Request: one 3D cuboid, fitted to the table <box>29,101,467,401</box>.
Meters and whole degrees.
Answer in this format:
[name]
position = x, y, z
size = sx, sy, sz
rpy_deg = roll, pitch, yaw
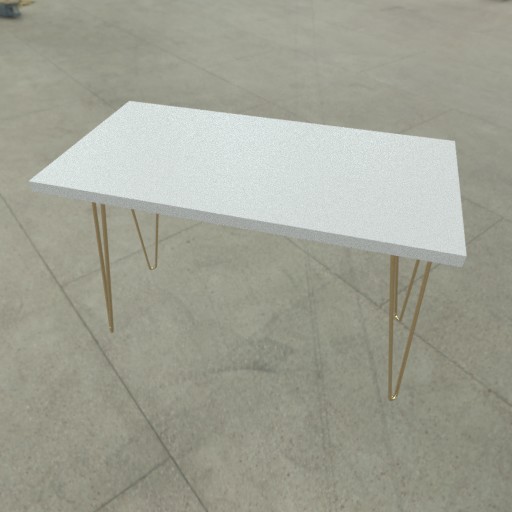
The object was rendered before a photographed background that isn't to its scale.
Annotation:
[table]
position = 0.000, 0.000, 1.356
size = 0.991, 0.660, 0.498
rpy_deg = 11, 43, 12
